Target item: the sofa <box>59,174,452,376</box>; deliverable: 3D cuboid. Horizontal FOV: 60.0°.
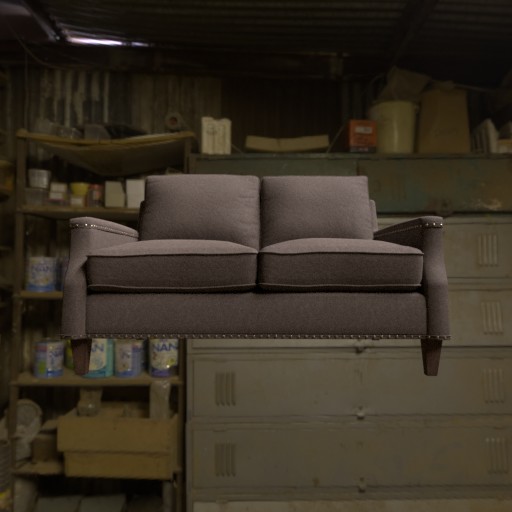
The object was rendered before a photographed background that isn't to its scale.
[{"bbox_3d":[0.000,0.000,2.316,1.597,1.003,1.084,0,-2,1],"label":"sofa"}]
